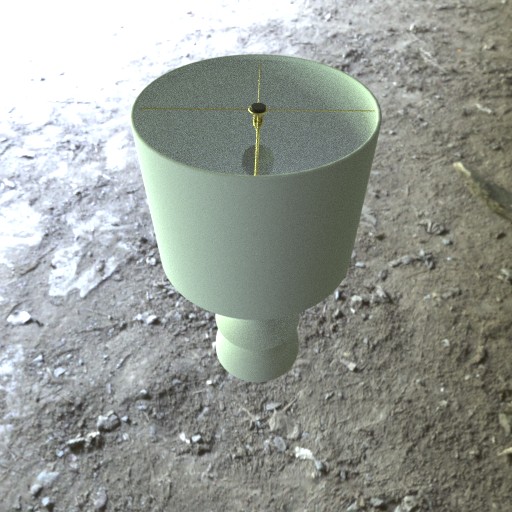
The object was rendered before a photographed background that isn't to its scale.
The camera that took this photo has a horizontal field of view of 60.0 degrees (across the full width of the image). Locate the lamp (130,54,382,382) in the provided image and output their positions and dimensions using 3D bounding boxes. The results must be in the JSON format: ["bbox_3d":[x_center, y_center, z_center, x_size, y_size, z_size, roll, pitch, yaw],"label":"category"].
[{"bbox_3d":[0.000,0.000,0.730,0.301,0.533,0.301,1,46,1],"label":"lamp"}]
